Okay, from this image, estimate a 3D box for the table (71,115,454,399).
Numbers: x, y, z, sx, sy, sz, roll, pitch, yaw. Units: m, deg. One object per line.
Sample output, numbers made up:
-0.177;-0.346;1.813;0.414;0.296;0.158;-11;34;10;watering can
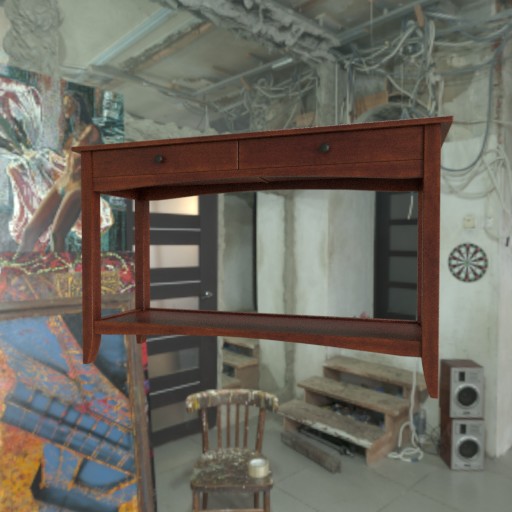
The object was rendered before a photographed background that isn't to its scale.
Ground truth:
0.000;0.000;1.509;1.188;0.739;0.392;0;1;18;table
